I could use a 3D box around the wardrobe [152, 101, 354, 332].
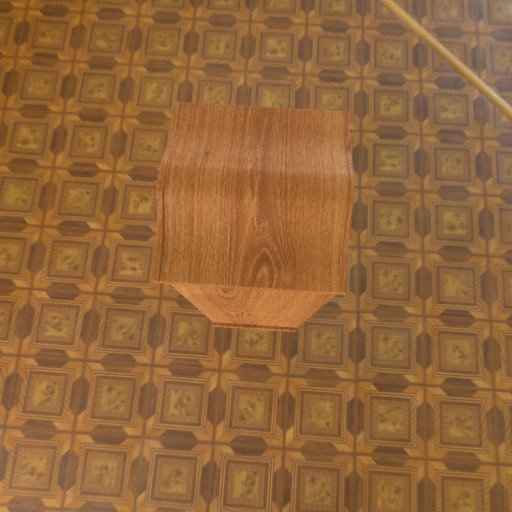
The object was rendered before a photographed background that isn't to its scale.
[{"bbox_3d":[0.000,0.000,2.190,0.570,1.870,0.590,3,77,1],"label":"wardrobe"}]
